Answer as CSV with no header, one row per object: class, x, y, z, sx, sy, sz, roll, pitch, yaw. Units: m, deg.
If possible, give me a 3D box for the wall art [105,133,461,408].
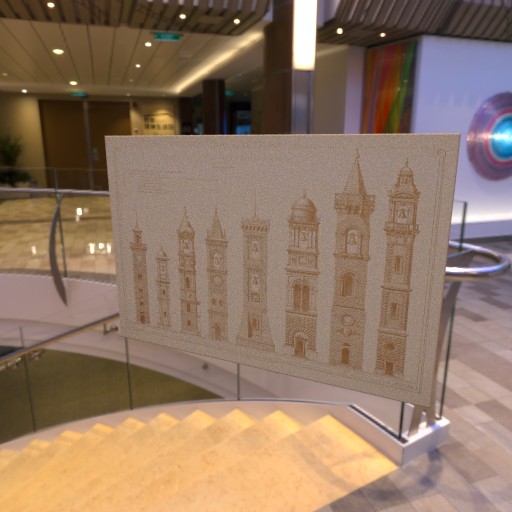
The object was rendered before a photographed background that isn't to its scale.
wall art,0.000,0.000,0.774,0.609,0.407,0.039,7,16,24
